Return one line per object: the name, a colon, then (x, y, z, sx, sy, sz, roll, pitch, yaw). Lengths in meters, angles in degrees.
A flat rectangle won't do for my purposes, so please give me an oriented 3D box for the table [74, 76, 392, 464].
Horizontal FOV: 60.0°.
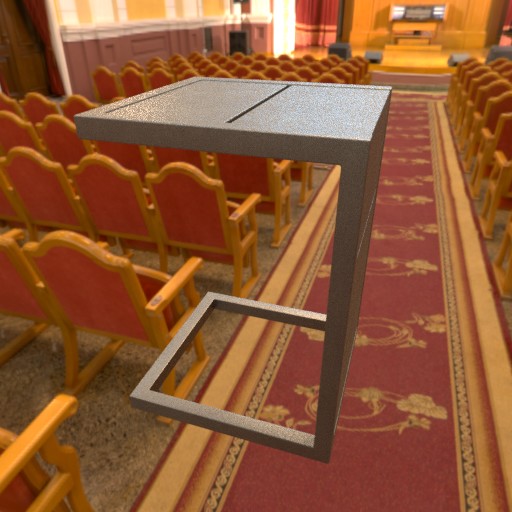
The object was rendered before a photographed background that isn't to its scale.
table: (0.000, 0.000, 0.897, 0.420, 0.609, 0.405, 9, 31, 16)
